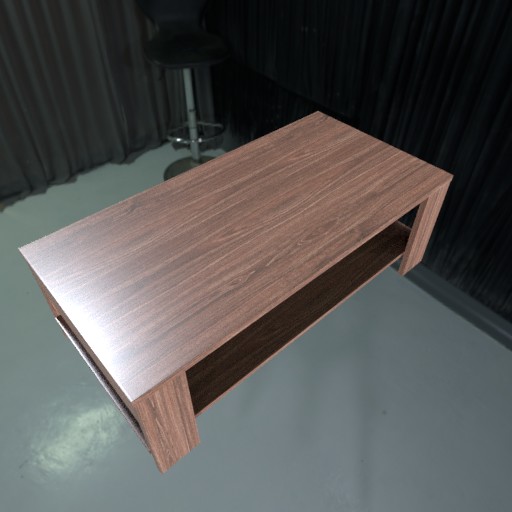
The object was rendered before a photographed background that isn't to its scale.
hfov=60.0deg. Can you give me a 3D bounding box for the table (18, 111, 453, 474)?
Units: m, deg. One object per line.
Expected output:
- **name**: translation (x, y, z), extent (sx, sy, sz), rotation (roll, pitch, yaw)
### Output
- **table**: translation (0.000, 0.000, 1.470), extent (1.200, 0.400, 0.600), rotation (-32, 53, -28)
